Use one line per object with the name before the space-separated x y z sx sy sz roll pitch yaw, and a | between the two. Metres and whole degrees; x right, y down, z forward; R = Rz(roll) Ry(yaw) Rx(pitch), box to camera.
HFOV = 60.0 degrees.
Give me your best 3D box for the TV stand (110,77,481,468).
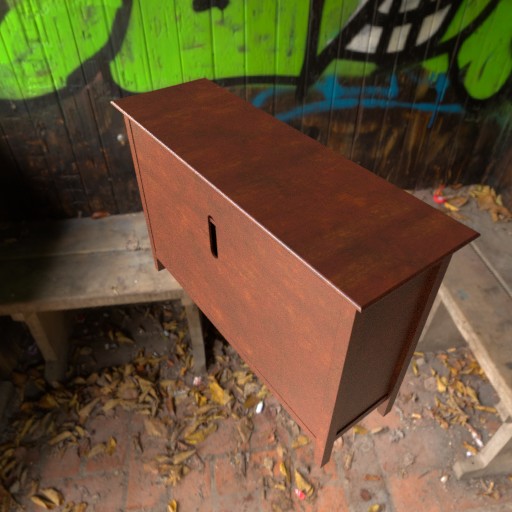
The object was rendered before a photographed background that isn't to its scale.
TV stand | 0.000 0.000 1.766 0.445 0.915 1.372 -26 48 -26
